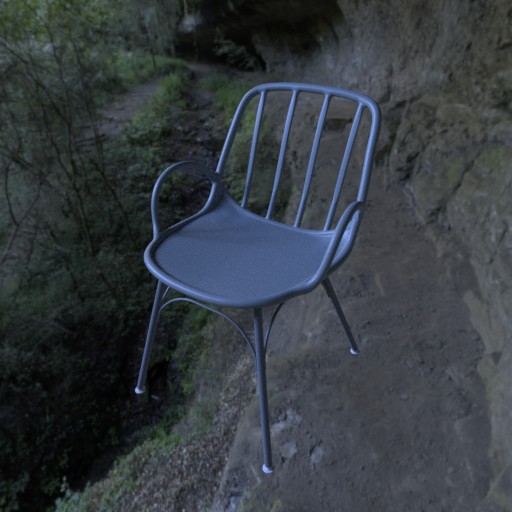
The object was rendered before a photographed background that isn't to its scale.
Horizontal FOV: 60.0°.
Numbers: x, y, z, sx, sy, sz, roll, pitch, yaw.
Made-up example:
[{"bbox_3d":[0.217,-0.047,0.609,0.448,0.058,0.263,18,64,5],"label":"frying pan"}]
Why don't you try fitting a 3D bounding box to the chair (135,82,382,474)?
[{"bbox_3d":[0.000,0.000,1.223,0.549,0.816,0.597,19,36,29],"label":"chair"}]
